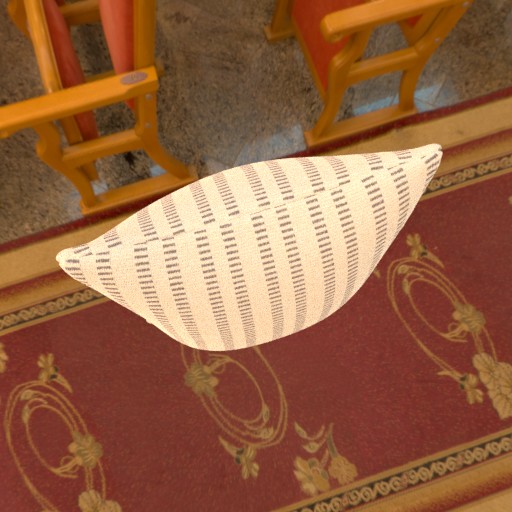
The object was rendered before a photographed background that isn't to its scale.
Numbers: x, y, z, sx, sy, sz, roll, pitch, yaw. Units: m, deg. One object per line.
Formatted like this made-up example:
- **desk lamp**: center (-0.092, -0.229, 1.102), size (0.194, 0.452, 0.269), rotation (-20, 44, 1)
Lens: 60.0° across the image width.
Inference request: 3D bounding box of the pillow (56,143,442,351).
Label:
- **pillow**: center (0.000, 0.000, 0.668), size (0.438, 0.419, 0.247), rotation (-17, 75, -5)
